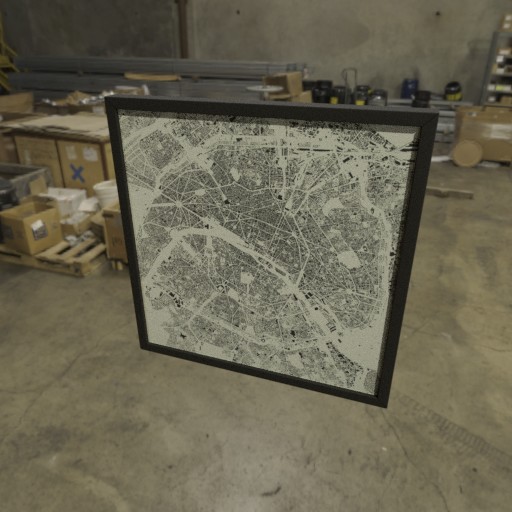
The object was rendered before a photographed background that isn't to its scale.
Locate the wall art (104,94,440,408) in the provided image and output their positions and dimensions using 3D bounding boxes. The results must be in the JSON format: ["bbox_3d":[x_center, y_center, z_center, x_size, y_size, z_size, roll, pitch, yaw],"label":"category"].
[{"bbox_3d":[0.000,0.000,0.767,0.508,0.508,0.037,9,28,17],"label":"wall art"}]
